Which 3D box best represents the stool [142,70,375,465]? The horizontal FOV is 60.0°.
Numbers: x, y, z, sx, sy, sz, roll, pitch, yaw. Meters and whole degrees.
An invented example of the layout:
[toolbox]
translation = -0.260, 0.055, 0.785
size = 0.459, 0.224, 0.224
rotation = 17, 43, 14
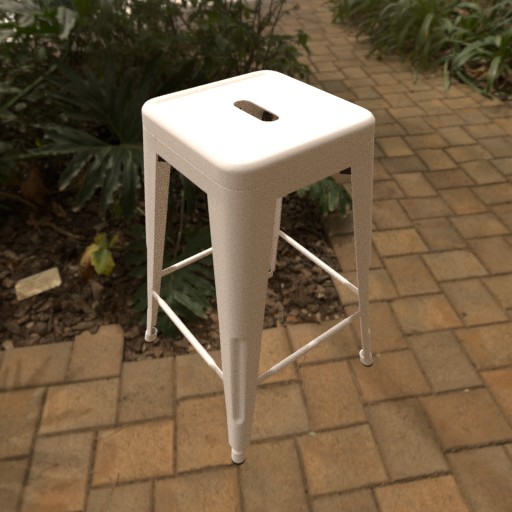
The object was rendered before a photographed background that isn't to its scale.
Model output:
[stool]
translation = 0.000, 0.000, 0.887
size = 0.406, 0.610, 0.406
rotation = -27, 47, -27
